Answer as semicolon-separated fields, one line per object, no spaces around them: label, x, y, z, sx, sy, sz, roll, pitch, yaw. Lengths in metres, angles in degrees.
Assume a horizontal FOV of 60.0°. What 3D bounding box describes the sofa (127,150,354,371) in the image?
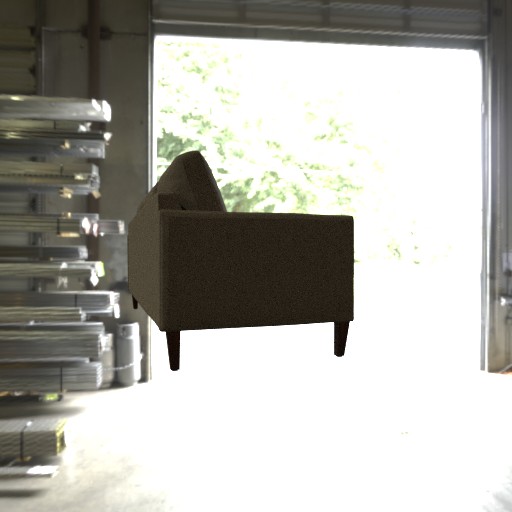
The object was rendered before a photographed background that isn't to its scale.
sofa;0.000;0.000;2.894;1.506;0.875;2.178;0;0;-19
